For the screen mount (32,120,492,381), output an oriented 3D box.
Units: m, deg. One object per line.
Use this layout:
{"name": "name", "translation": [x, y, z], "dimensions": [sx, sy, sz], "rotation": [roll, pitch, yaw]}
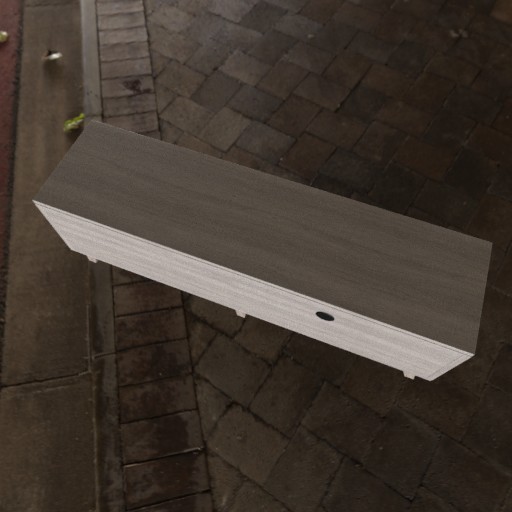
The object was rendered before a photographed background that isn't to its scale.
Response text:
{"name": "screen mount", "translation": [0.000, 0.000, 1.710], "dimensions": [1.500, 0.509, 0.401], "rotation": [19, 64, 9]}
